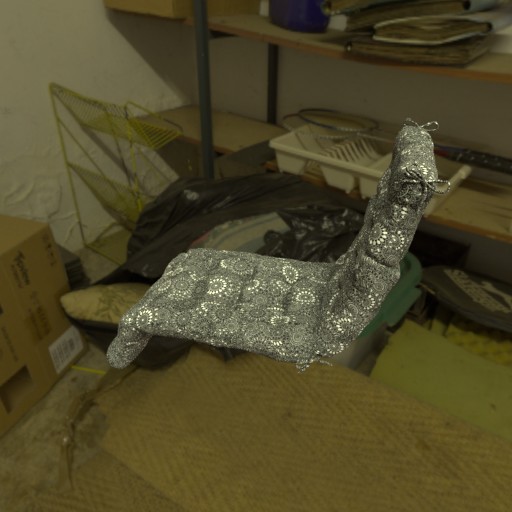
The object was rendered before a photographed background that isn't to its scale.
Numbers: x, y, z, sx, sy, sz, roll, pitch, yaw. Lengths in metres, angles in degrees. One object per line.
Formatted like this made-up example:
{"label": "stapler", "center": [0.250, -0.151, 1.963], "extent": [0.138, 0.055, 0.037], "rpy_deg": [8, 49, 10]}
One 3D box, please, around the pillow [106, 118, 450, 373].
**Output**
{"label": "pillow", "center": [0.000, 0.000, 1.474], "extent": [1.016, 0.863, 0.526], "rpy_deg": [9, 31, 14]}
